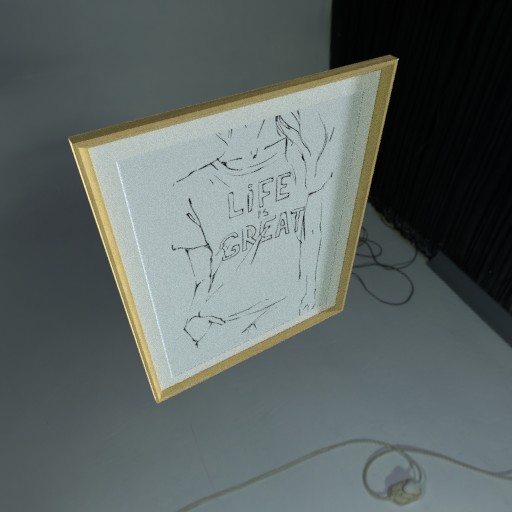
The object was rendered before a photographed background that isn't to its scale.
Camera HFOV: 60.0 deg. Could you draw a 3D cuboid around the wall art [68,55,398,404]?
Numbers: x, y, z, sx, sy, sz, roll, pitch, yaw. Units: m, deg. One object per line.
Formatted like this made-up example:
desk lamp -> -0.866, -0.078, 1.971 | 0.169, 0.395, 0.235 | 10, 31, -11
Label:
wall art -> 0.000, 0.000, 1.316 | 0.798, 1.002, 0.030 | -22, 49, -21
